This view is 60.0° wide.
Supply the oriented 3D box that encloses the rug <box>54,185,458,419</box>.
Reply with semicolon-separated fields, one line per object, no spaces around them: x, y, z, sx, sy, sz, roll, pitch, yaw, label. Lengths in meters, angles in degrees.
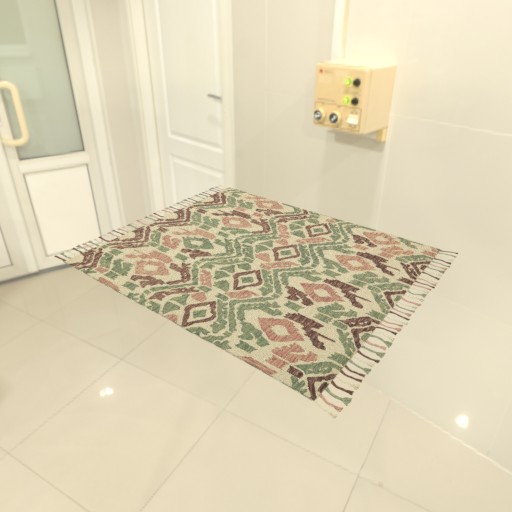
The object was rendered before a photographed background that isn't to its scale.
0.000;0.000;4.199;3.048;0.010;2.438;21;36;32;rug
